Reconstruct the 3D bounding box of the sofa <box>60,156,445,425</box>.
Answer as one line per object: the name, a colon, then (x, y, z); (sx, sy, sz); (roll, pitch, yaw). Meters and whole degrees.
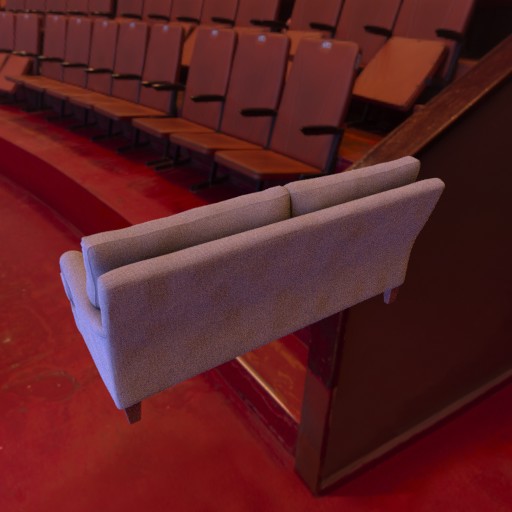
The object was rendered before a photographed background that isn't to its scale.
sofa: (0.000, 0.000, 2.802); (2.193, 1.096, 1.069); (-18, 34, -29)
